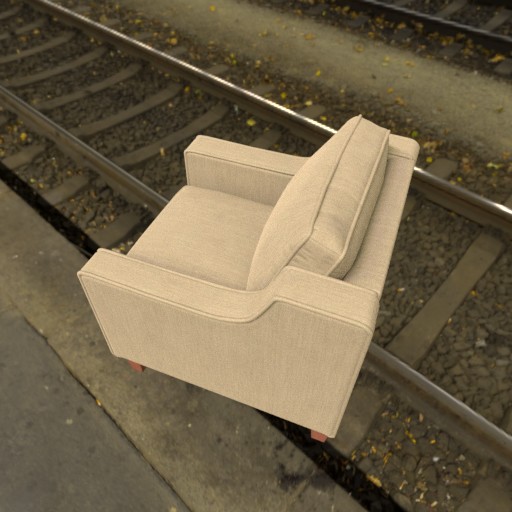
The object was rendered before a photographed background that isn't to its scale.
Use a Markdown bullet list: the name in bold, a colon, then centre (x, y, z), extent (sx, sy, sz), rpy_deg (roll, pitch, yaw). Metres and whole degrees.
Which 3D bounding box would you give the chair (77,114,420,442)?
- **chair**: centre (0.000, 0.000, 1.639), extent (0.909, 0.960, 0.831), rpy_deg (16, 49, 14)
